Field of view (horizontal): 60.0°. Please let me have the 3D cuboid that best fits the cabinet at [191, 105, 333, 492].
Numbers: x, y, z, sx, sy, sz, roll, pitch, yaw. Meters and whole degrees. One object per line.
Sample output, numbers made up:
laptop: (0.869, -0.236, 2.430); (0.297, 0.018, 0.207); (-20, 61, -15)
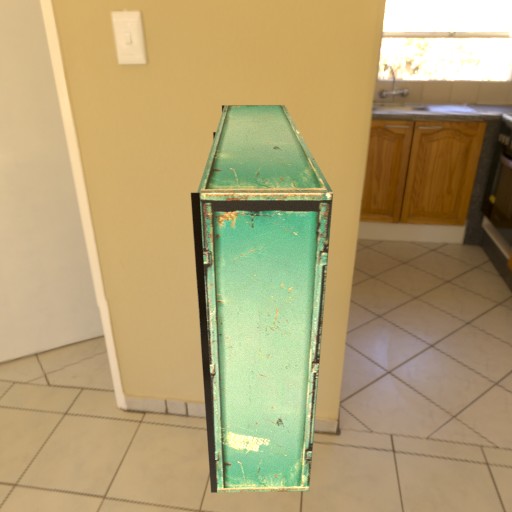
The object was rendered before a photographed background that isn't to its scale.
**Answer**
cabinet: (0.000, 0.000, 3.935); (0.680, 2.160, 3.001); (0, 26, -1)
